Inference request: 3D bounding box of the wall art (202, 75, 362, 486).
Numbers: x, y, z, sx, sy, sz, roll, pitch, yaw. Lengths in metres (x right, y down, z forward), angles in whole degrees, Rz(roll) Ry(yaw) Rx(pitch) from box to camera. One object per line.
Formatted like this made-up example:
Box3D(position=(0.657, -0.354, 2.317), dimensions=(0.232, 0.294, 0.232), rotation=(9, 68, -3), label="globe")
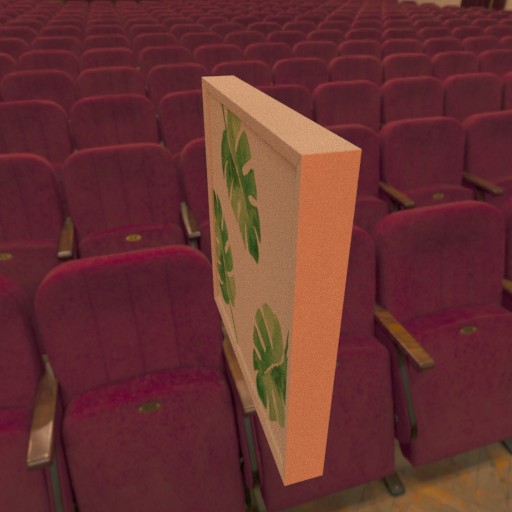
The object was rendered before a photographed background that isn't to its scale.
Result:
Box3D(position=(0.000, 0.000, 0.455), dimensions=(0.038, 0.305, 0.305), rotation=(-8, 31, -14), label="wall art")
